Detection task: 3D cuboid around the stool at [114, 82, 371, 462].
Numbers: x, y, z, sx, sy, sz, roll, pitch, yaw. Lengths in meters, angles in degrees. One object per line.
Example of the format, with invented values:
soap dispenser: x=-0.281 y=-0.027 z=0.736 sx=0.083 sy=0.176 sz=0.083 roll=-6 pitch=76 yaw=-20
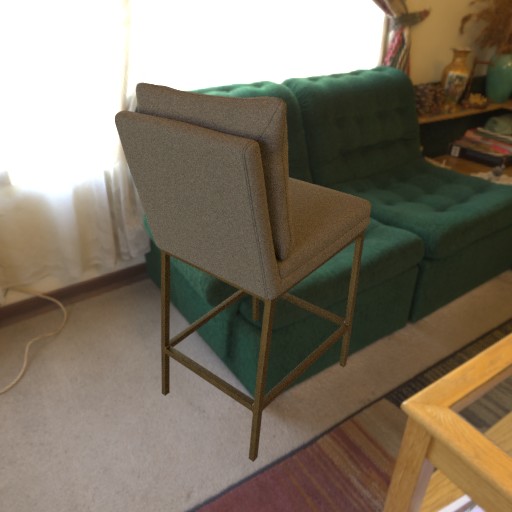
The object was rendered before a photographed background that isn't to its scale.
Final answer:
stool: x=0.000 y=0.000 z=1.355 sx=0.463 sy=1.030 sz=0.569 roll=23 pitch=37 yaw=33
